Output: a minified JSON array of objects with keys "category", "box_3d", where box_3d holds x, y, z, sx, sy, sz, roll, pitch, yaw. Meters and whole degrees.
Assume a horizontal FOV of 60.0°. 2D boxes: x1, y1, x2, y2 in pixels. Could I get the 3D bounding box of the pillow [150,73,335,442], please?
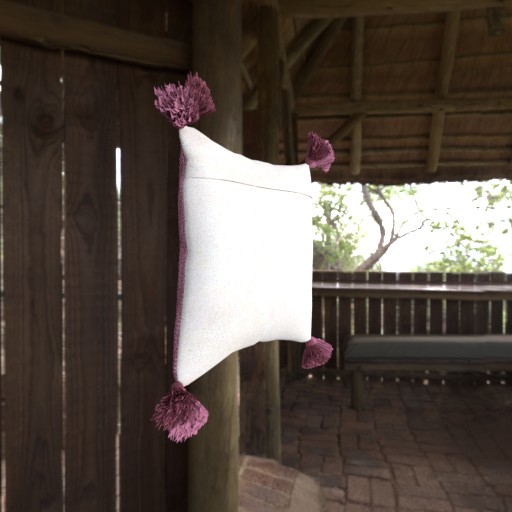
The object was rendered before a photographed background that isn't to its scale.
[{"category":"pillow","box_3d":[0.000,0.000,0.999,0.138,0.659,0.641,0,0,37]}]
